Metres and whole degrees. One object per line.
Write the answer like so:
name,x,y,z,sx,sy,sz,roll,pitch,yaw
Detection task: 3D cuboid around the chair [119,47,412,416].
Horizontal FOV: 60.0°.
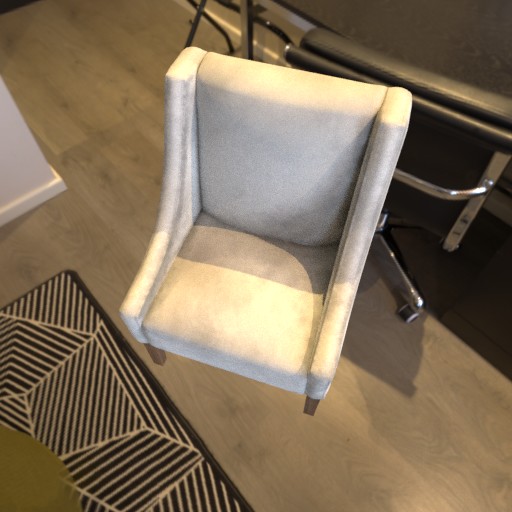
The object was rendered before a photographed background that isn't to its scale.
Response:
chair,0.000,0.000,1.343,0.629,0.895,0.629,15,59,10
